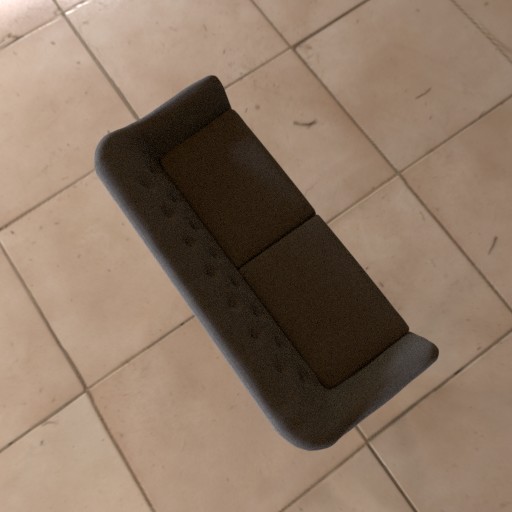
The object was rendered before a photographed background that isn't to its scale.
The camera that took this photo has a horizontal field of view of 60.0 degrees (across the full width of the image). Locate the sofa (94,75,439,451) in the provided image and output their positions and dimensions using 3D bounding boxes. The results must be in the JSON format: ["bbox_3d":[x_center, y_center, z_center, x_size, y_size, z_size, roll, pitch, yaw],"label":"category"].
[{"bbox_3d":[0.000,0.000,2.285,0.820,0.820,1.840,-36,79,-8],"label":"sofa"}]
